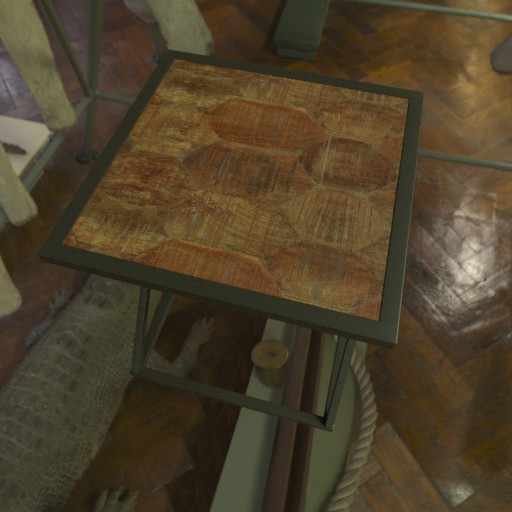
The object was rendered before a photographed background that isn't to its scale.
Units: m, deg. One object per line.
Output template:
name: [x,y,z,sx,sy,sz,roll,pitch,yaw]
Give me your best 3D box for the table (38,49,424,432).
table: [0.000,0.000,0.952,0.500,0.565,0.500,13,59,8]
